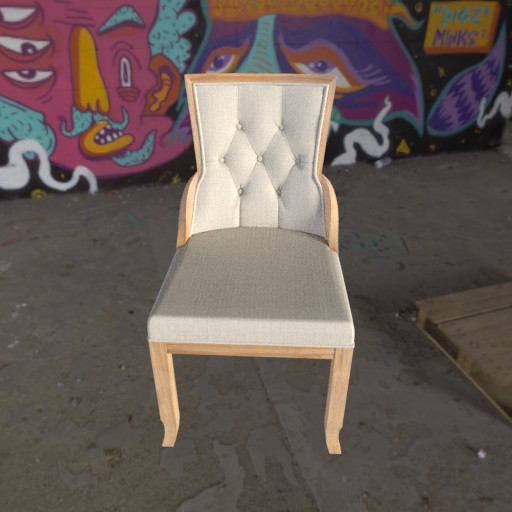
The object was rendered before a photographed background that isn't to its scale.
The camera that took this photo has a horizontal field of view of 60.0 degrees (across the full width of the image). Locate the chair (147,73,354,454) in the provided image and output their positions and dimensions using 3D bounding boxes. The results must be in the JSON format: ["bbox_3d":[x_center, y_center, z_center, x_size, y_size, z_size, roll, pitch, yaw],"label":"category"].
[{"bbox_3d":[0.000,0.000,1.335,0.524,0.947,0.641,1,30,2],"label":"chair"}]
